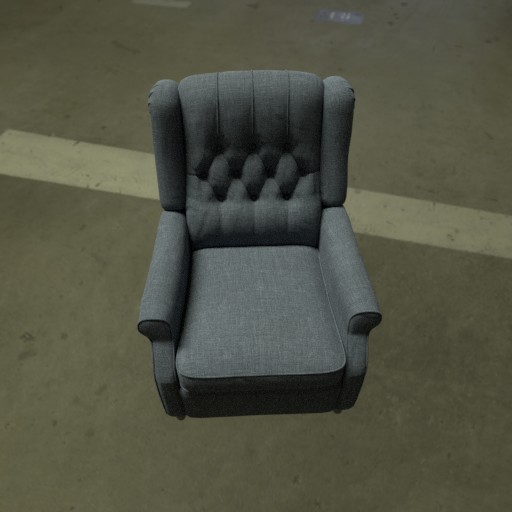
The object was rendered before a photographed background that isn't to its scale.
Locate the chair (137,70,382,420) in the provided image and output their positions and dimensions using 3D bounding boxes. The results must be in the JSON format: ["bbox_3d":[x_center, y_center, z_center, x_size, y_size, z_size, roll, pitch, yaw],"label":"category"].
[{"bbox_3d":[0.000,0.000,1.590,0.742,1.035,0.898,-2,47,-2],"label":"chair"}]
